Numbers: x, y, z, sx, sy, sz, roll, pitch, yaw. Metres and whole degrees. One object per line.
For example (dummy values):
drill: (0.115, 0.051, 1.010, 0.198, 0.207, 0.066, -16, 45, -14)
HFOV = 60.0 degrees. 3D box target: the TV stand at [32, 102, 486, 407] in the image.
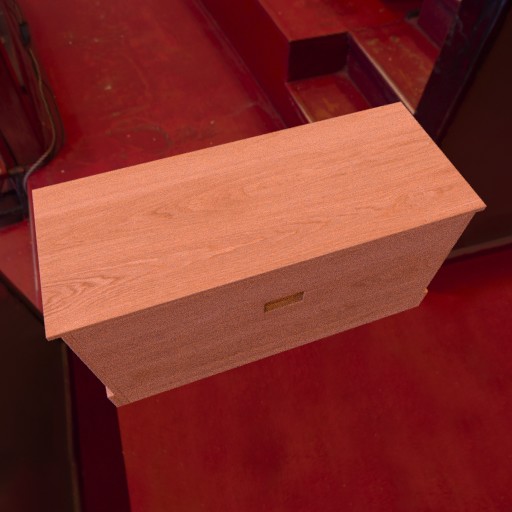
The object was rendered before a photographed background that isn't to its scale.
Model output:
TV stand: (0.000, 0.000, 1.363, 1.080, 0.550, 0.440, -16, 58, -10)
